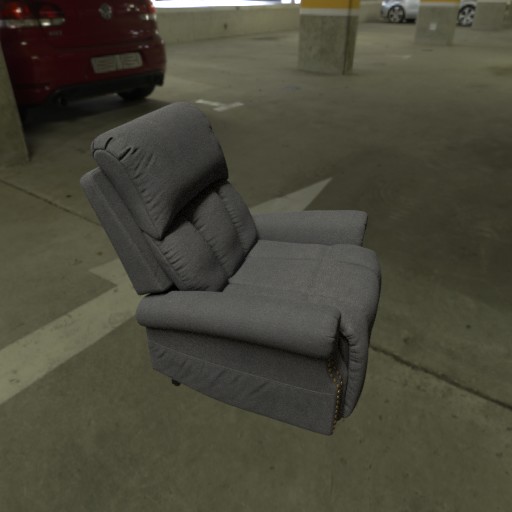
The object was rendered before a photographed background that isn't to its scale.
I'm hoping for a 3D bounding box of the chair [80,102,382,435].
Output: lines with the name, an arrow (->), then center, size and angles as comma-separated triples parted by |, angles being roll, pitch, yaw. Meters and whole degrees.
chair -> 0.000, 0.000, 1.748 | 0.979, 1.031, 0.871 | 10, 32, 16
